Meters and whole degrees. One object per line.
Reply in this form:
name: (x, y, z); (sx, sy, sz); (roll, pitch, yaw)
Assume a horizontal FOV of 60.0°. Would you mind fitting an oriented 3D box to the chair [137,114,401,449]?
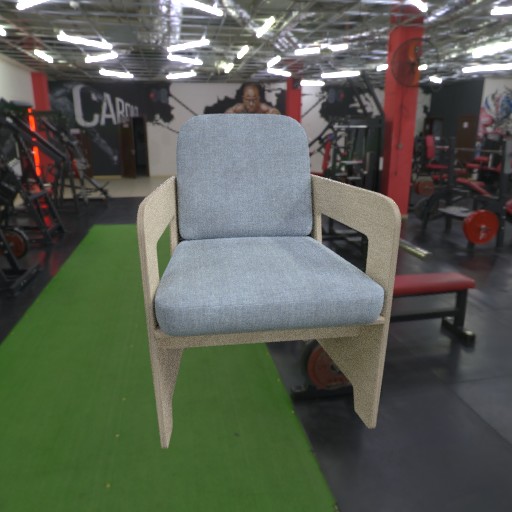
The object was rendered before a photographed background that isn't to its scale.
chair: (0.000, 0.000, 1.283); (0.590, 0.800, 0.710); (-2, 16, -8)
